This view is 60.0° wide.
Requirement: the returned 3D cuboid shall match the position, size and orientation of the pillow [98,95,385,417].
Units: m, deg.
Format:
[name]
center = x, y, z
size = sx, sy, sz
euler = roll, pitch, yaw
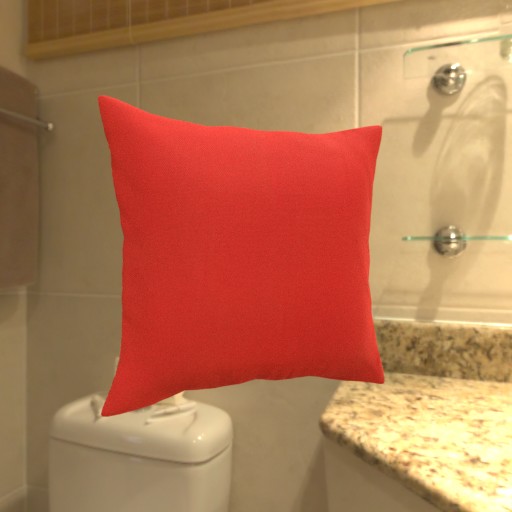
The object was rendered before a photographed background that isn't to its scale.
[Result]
[pillow]
center = 0.000, 0.000, 0.778
size = 0.522, 0.507, 0.192
euler = 0, 0, -18
